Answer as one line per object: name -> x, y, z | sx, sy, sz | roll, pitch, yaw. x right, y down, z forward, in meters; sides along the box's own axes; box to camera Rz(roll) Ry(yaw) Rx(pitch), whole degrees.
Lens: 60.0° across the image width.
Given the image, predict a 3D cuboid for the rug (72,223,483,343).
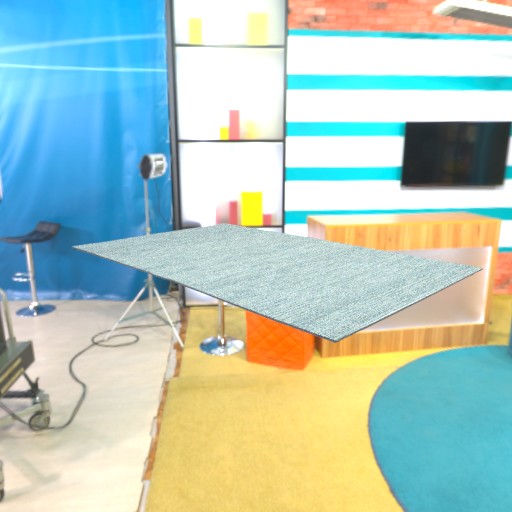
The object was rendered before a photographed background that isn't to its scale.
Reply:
rug -> 0.000, 0.000, 2.314 | 1.174, 0.022, 1.853 | -13, 18, -43
